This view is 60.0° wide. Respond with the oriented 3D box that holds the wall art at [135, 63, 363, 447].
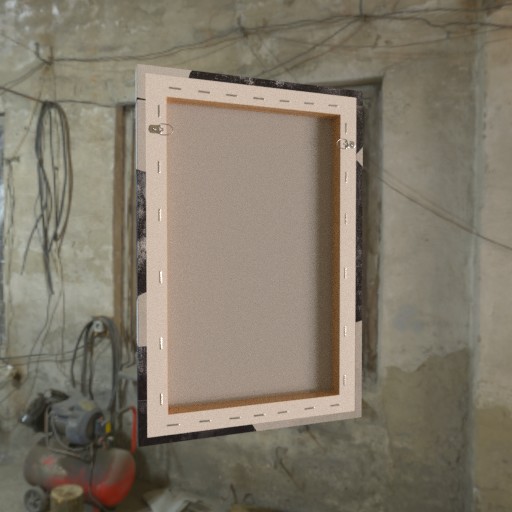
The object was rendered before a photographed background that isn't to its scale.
[{"bbox_3d":[0.000,0.000,0.783,0.407,0.610,0.039,0,1,-18],"label":"wall art"}]
